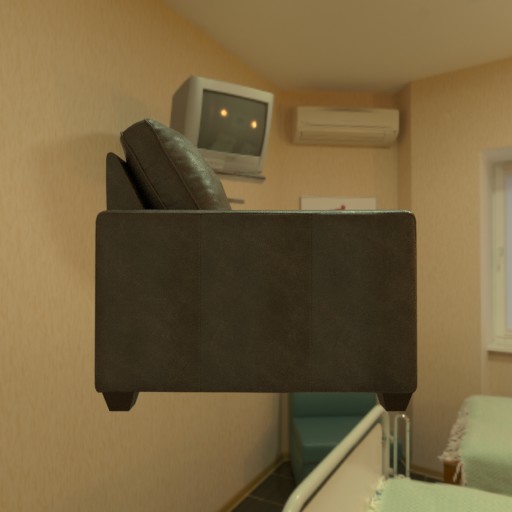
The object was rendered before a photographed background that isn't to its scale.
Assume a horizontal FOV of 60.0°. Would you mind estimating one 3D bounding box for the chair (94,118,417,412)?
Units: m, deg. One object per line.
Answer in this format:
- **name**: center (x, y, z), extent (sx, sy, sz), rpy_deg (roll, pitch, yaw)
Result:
- **chair**: center (0.000, 0.000, 1.759), extent (0.939, 0.916, 1.006), rpy_deg (0, -1, 0)
